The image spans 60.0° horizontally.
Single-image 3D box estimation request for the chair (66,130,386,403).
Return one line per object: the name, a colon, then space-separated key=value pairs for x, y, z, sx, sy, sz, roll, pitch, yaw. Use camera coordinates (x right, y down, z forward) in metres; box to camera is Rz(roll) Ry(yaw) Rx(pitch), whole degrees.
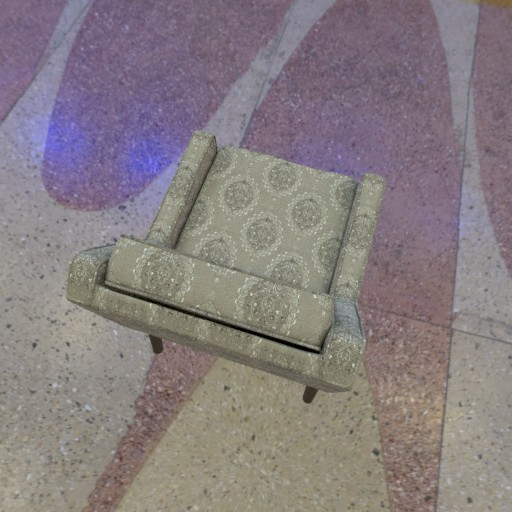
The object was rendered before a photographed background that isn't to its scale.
chair: x=0.000 y=0.000 z=1.374 sx=0.665 sy=0.797 sz=0.750 roll=16 pitch=65 yaw=8
